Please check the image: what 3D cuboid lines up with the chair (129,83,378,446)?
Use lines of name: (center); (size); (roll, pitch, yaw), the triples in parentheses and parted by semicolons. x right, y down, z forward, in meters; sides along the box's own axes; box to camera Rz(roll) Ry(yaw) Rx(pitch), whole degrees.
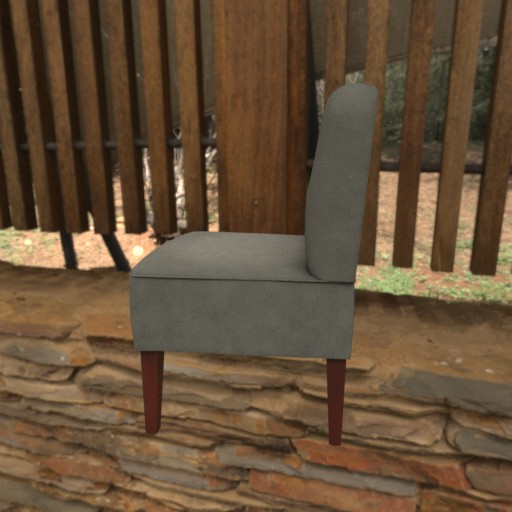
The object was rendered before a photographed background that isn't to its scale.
chair: (0.000, 0.000, 1.172); (0.554, 0.806, 0.521); (2, 14, 9)
